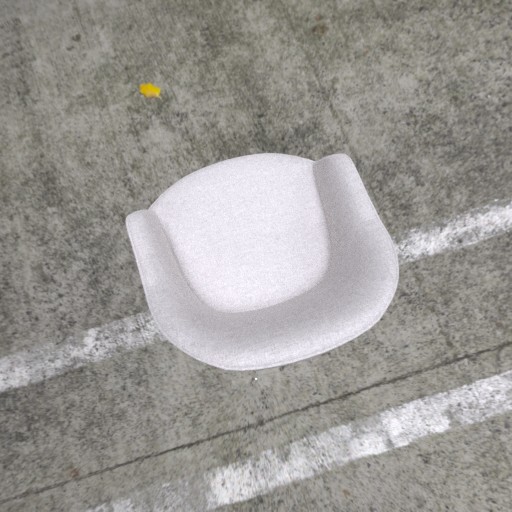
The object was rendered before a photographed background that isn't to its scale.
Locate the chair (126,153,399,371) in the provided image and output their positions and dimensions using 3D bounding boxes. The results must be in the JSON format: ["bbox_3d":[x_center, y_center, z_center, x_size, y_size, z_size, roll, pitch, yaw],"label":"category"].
[{"bbox_3d":[0.000,0.000,1.259,0.596,0.823,0.635,-17,75,-5],"label":"chair"}]
